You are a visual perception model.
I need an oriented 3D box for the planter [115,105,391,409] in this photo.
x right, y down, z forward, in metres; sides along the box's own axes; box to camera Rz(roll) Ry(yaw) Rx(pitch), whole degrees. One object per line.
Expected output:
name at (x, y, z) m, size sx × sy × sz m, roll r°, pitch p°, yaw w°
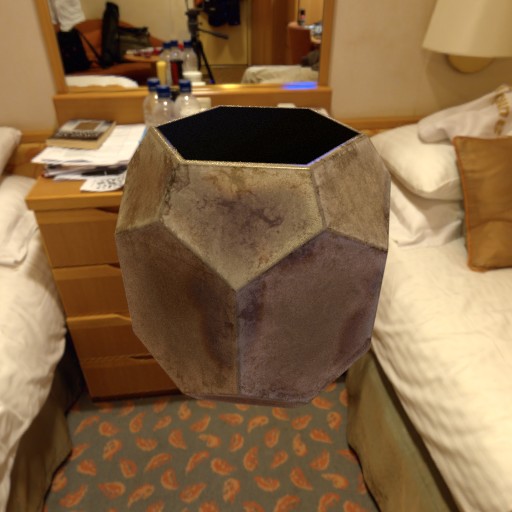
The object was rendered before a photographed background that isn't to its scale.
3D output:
planter at (0.000, 0.000, 0.417) m, size 0.243 × 0.238 × 0.221 m, roll 22°, pitch 39°, yaw 30°
